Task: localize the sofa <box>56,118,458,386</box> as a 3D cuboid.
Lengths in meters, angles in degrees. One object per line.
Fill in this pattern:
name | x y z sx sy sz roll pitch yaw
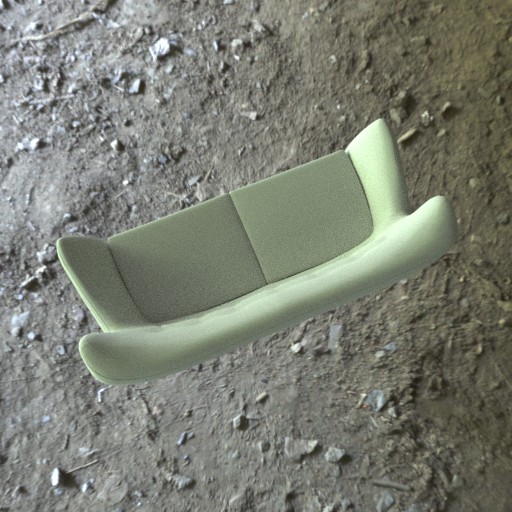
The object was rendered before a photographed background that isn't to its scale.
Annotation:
sofa | 0.000 0.000 2.458 1.930 0.890 0.899 -21 77 -5
